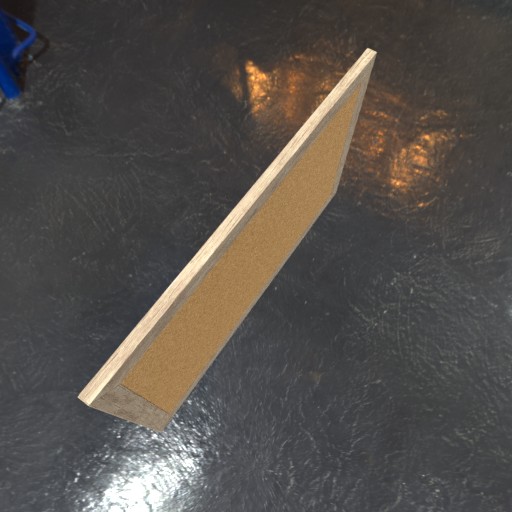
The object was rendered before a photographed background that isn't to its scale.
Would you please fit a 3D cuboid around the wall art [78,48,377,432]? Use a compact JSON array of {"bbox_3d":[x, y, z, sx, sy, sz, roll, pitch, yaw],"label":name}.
[{"bbox_3d":[0.000,0.000,0.922,0.021,0.480,0.780,32,69,14],"label":"wall art"}]
